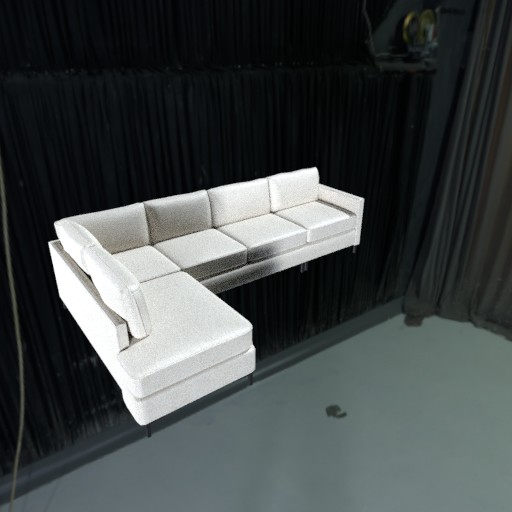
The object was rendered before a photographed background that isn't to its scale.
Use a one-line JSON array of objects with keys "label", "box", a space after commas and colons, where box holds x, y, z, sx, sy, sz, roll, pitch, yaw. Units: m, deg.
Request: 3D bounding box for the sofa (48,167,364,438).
[{"label": "sofa", "box": [0.000, 0.000, 4.365, 3.384, 0.996, 2.048, -18, 31, -32]}]
